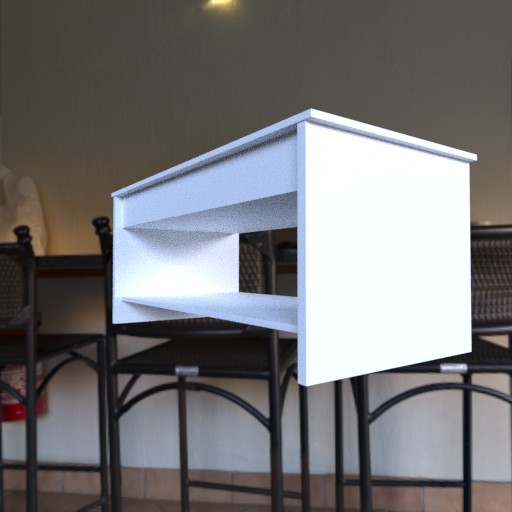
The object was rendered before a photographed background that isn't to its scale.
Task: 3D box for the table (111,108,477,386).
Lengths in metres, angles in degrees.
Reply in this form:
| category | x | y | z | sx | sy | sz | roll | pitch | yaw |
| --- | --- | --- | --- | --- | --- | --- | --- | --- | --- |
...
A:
| category | x | y | z | sx | sy | sz | roll | pitch | yaw |
| --- | --- | --- | --- | --- | --- | --- | --- | --- | --- |
| table | 0.000 | 0.000 | 1.247 | 0.500 | 0.441 | 1.000 | 1 | -2 | -36 |
